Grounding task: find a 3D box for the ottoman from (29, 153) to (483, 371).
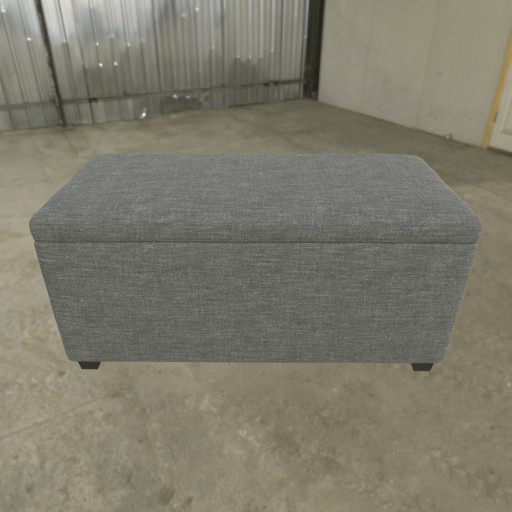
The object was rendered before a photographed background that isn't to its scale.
[{"bbox_3d":[0.000,0.000,1.112,0.902,0.432,0.419,0,31,0],"label":"ottoman"}]
